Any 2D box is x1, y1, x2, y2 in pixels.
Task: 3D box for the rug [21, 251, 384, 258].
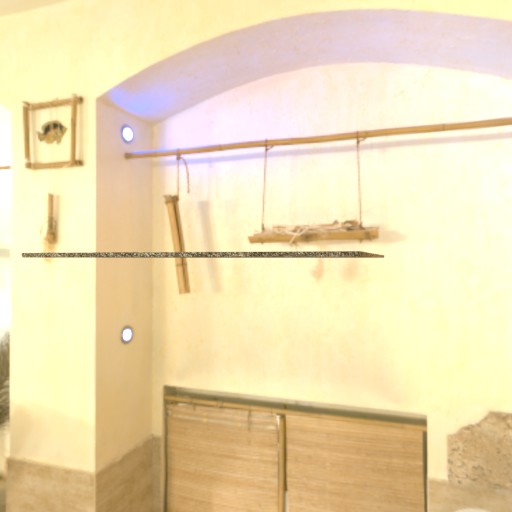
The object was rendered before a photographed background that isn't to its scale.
[{"bbox_3d":[0.000,0.000,3.398,1.802,0.026,2.699,0,0,18],"label":"rug"}]
